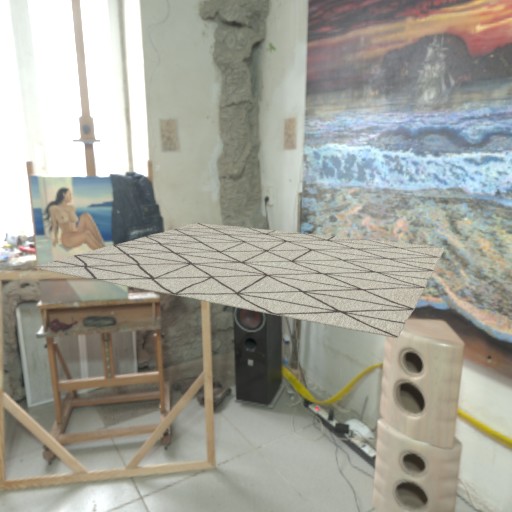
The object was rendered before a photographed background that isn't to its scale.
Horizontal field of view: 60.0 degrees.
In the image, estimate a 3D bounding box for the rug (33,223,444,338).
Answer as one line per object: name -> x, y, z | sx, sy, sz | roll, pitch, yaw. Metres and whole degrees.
rug -> 0.000, 0.000, 4.139 | 3.061, 0.022, 2.468 | 7, 16, 27
